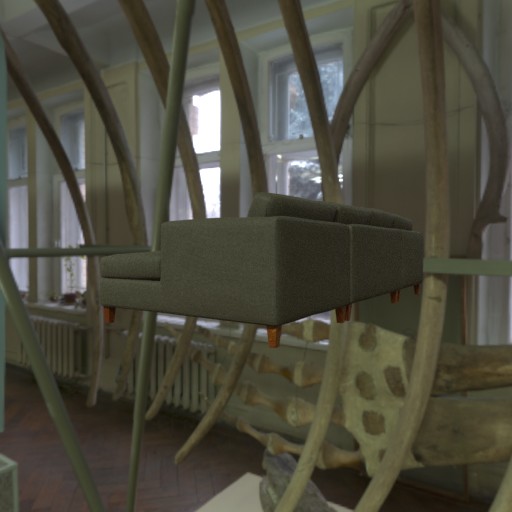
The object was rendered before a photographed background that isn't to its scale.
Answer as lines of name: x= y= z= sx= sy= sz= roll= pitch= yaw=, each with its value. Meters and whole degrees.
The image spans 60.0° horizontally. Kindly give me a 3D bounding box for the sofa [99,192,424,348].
sofa: x=0.000 y=0.000 z=4.612 sx=2.594 sy=0.961 sz=3.460 roll=1 pitch=2 yaw=34
